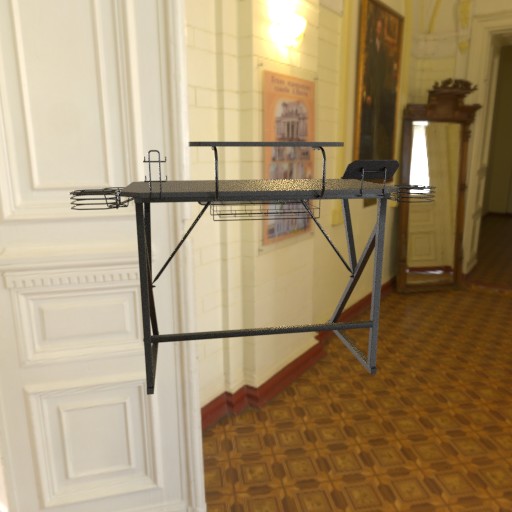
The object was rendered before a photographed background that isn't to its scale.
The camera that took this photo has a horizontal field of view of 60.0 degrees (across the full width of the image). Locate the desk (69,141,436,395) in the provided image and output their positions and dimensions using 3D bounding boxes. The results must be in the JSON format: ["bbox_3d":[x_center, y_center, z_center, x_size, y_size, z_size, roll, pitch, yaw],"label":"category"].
[{"bbox_3d":[0.000,0.000,1.780,1.290,0.880,0.580,-2,14,-10],"label":"desk"}]
